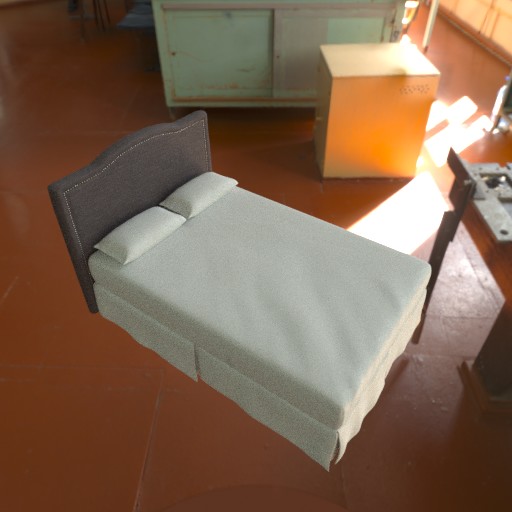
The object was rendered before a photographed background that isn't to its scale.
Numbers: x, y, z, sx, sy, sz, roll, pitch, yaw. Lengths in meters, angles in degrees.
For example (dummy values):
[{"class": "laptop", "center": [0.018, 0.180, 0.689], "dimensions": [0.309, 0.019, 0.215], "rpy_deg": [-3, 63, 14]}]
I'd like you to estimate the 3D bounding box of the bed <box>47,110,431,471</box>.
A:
[{"class": "bed", "center": [0.000, 0.000, 3.555], "dimensions": [2.507, 1.441, 1.741], "rpy_deg": [25, 47, 26]}]
